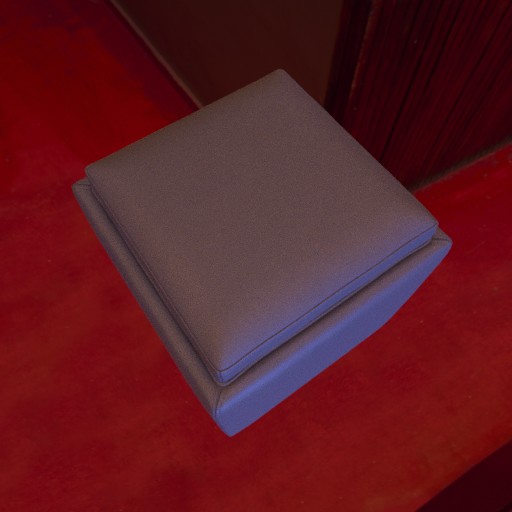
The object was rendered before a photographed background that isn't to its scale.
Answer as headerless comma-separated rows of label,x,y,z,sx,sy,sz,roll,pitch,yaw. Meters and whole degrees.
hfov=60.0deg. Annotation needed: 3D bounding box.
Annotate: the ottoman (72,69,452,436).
ottoman,0.000,0.000,0.832,0.450,0.460,0.451,-32,68,-15
